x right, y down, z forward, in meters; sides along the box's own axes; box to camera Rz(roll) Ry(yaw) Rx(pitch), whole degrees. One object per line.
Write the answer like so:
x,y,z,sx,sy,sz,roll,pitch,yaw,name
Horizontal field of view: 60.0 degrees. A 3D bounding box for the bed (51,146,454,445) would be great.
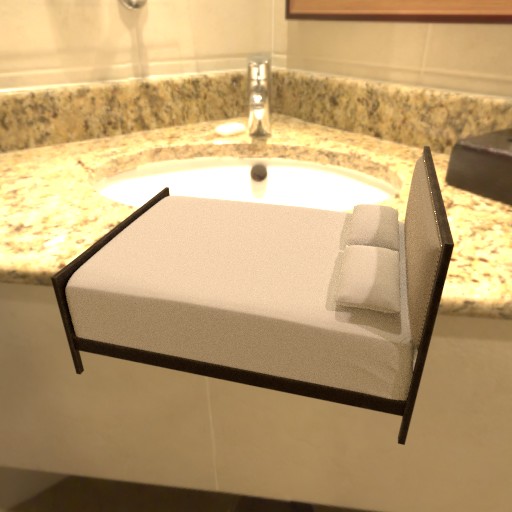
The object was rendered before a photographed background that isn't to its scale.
0.000,0.000,3.172,2.221,1.313,1.607,8,30,13,bed
